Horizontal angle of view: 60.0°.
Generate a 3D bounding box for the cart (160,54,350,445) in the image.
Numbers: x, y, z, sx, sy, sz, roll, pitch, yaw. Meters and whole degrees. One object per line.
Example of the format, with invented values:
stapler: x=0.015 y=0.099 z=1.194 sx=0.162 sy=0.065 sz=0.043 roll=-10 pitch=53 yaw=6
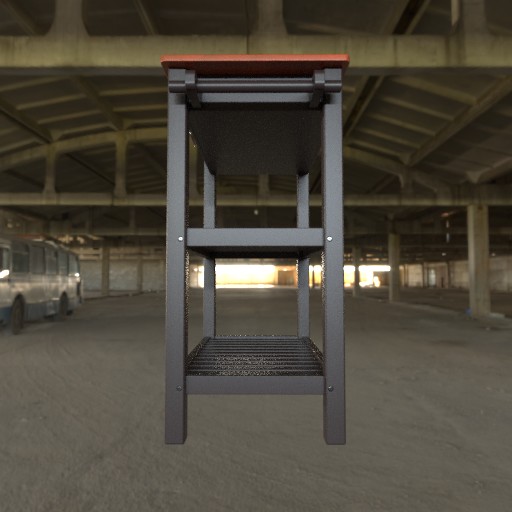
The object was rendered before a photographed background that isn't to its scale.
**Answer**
cart: x=0.000 y=0.000 z=1.424 sx=0.457 sy=0.927 sz=0.899 roll=0 pitch=-3 yaw=0
